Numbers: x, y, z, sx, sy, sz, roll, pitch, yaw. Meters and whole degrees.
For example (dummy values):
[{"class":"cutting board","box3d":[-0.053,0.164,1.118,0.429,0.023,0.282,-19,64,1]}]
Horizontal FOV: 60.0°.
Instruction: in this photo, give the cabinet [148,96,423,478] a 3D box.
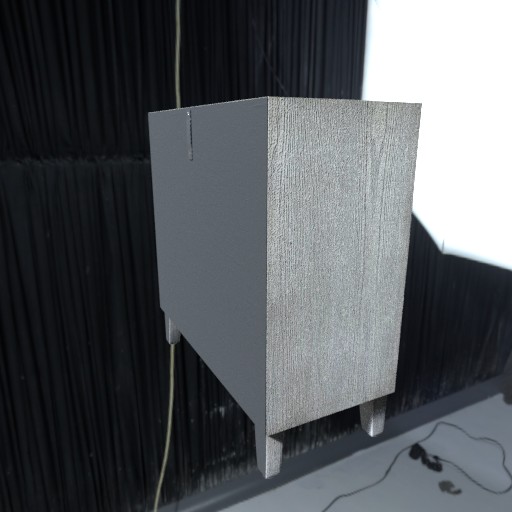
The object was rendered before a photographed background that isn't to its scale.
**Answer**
[{"class":"cabinet","box3d":[0.000,0.000,1.249,0.370,0.787,0.781,-8,18,-26]}]
